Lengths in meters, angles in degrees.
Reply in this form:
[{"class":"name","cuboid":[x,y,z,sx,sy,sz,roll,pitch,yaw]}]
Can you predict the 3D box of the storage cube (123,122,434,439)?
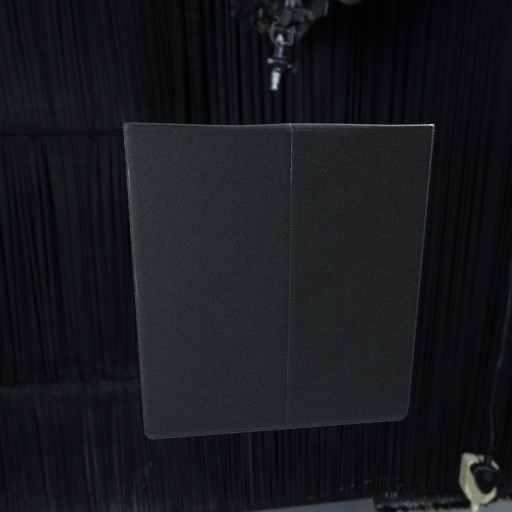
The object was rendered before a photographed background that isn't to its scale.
[{"class":"storage cube","cuboid":[0.000,0.000,0.511,0.270,0.280,0.270,-2,14,-7]}]
